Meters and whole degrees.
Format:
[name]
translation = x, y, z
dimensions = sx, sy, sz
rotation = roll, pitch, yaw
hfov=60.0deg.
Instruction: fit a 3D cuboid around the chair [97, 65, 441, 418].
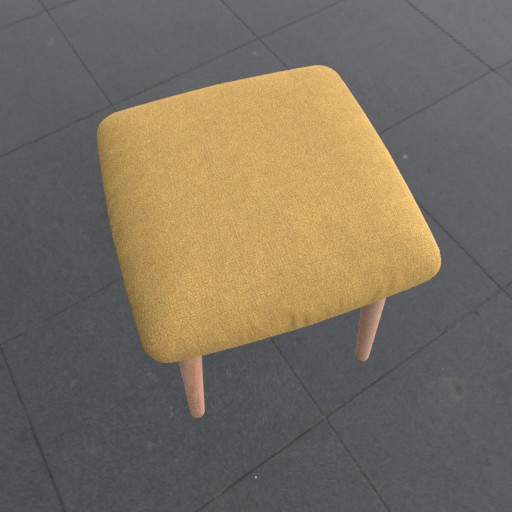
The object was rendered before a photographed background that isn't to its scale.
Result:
[chair]
translation = 0.000, 0.000, 0.690
dimensions = 0.350, 0.440, 0.350
rotation = -16, 65, -8
